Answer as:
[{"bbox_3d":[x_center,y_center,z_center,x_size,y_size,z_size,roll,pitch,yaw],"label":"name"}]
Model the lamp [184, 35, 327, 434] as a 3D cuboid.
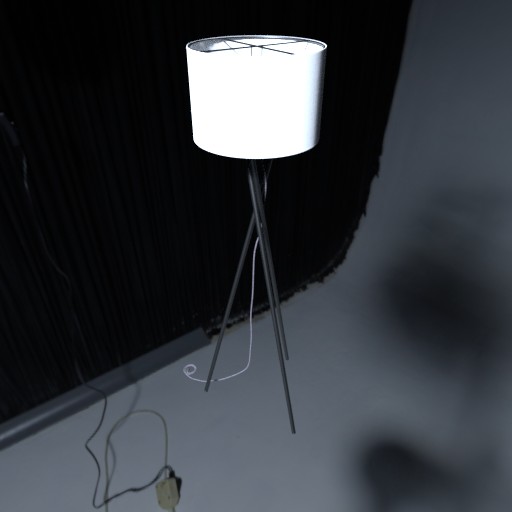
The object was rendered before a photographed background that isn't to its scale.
[{"bbox_3d":[0.000,0.000,1.855,0.522,1.624,0.667,-21,39,-29],"label":"lamp"}]
